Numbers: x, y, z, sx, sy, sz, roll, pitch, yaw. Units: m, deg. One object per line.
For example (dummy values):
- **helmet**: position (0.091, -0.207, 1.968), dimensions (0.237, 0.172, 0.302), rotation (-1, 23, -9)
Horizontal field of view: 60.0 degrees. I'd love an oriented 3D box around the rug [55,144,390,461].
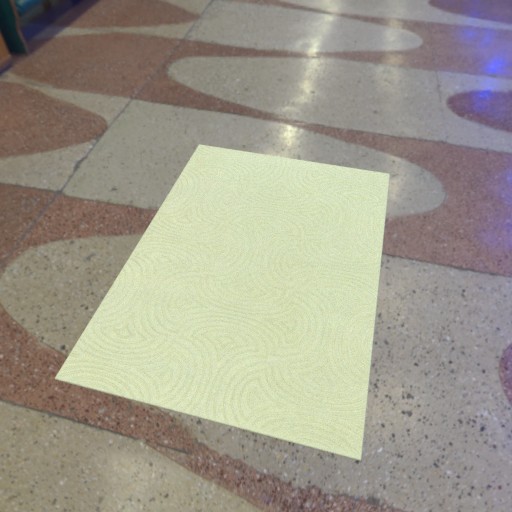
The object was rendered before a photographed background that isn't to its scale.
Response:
- **rug**: position (0.000, 0.000, 2.784), dimensions (1.526, 0.015, 2.132), rotation (11, 49, 10)
